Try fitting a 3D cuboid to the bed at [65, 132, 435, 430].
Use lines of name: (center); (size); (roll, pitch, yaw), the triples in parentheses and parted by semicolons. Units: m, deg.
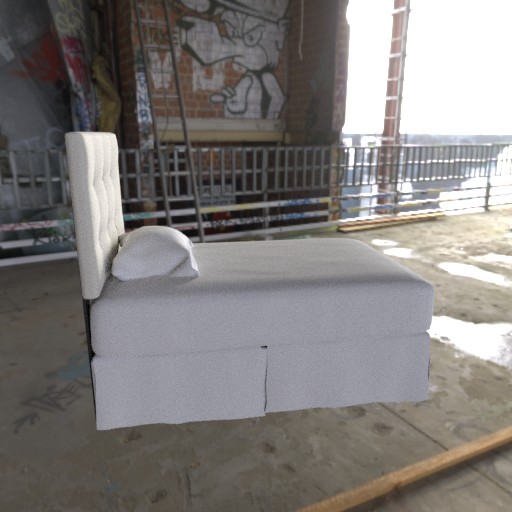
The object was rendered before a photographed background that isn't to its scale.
bed: (0.000, 0.000, 2.917); (1.997, 1.571, 1.261); (-3, 16, -9)
